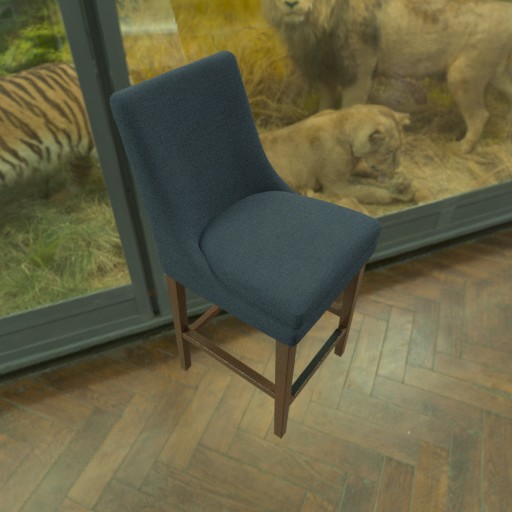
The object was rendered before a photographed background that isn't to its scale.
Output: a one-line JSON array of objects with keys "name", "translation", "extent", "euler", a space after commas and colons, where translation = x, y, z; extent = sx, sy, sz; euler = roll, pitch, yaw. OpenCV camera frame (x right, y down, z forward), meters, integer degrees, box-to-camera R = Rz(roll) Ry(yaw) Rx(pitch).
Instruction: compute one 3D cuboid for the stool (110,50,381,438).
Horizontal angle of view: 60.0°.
[{"name": "stool", "translation": [0.000, 0.000, 1.320], "extent": [0.577, 0.981, 0.470], "euler": [26, 48, 27]}]
